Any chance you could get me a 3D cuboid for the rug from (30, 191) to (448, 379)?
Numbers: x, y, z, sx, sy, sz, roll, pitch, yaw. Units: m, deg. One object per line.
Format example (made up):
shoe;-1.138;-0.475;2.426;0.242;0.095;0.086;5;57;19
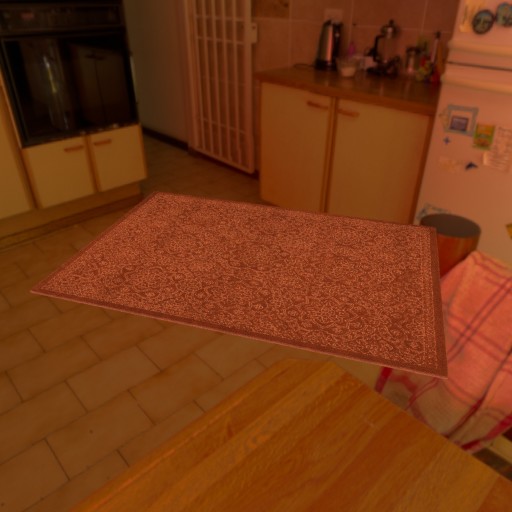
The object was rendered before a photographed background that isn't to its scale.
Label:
rug;0.000;0.000;2.326;1.829;0.010;1.219;9;33;14
